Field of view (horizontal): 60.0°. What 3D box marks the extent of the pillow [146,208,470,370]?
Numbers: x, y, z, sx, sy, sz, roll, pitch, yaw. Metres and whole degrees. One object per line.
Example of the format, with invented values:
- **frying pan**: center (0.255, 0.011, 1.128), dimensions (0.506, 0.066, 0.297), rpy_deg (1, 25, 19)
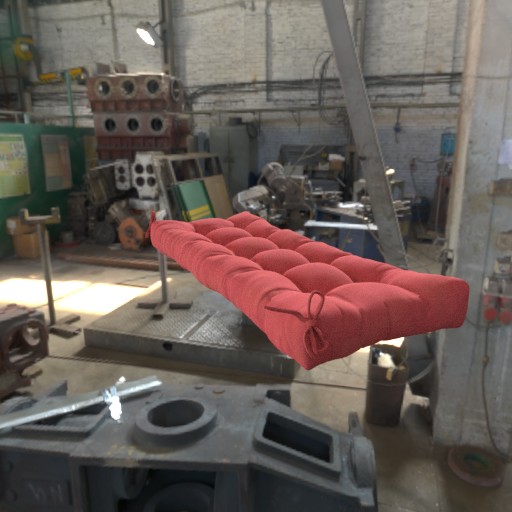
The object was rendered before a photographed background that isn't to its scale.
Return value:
- **pillow**: center (0.000, 0.000, 1.360), dimensions (0.511, 0.174, 1.194), rpy_deg (-7, 16, -26)
